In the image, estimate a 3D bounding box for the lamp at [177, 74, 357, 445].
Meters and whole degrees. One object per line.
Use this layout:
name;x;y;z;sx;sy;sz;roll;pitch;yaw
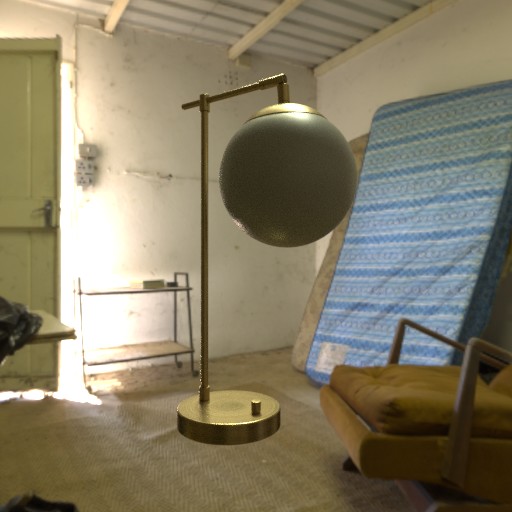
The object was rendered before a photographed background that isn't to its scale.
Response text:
lamp;0.000;0.000;0.706;0.324;0.559;0.207;0;0;36
